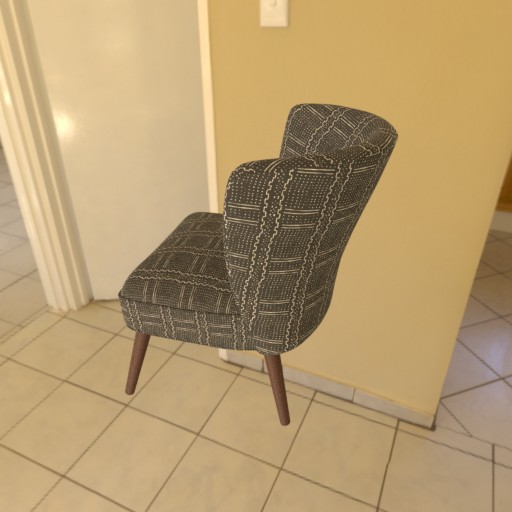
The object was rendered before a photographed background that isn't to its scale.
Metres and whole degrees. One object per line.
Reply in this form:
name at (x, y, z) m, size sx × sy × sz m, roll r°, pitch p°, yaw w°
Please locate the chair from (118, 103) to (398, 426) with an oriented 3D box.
chair at (0.000, 0.000, 1.432) m, size 0.758 × 0.866 × 0.710 m, roll 8°, pitch 31°, yaw 13°
